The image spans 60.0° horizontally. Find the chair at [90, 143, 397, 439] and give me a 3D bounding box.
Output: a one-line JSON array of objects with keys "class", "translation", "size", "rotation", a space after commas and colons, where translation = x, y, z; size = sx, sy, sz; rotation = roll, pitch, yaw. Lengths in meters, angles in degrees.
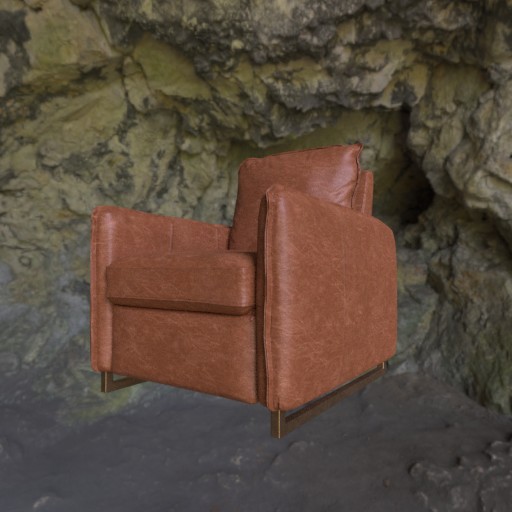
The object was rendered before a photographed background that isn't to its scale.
[{"class": "chair", "translation": [0.000, 0.000, 1.637], "size": [0.830, 0.922, 0.922], "rotation": [-1, -1, 35]}]
